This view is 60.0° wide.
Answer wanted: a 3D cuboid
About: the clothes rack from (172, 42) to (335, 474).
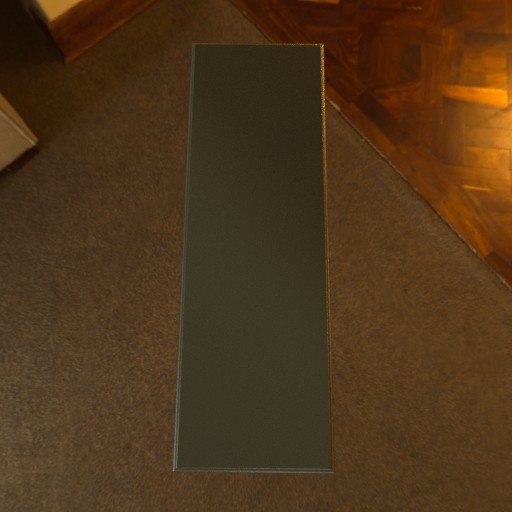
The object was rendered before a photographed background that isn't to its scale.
[{"bbox_3d":[0.000,0.000,1.492,0.406,0.556,1.219,1,78,0],"label":"clothes rack"}]
